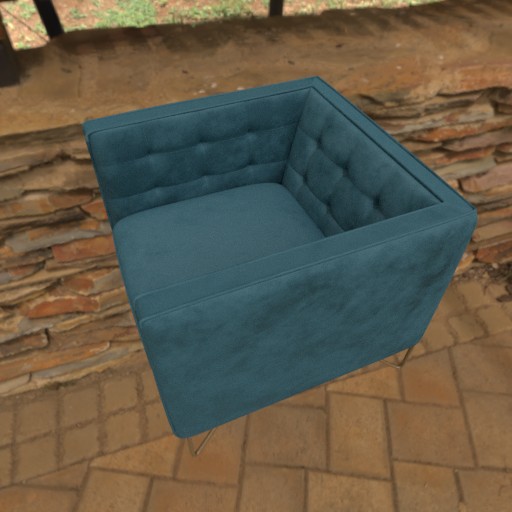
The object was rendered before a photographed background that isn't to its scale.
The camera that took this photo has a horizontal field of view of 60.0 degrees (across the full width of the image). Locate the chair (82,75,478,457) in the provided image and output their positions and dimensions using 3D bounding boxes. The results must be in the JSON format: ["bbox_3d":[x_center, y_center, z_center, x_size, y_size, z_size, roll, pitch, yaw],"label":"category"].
[{"bbox_3d":[0.000,0.000,1.536,0.894,0.790,0.880,-17,48,-16],"label":"chair"}]
